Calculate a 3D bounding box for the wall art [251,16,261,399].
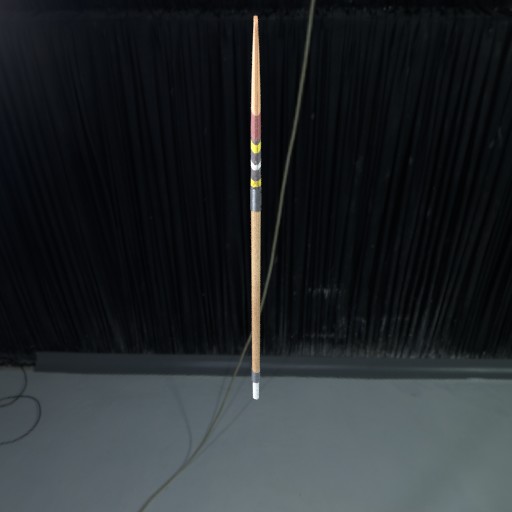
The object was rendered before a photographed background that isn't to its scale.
[{"bbox_3d":[0.000,0.000,1.638,0.038,1.556,0.146,0,32,-1],"label":"wall art"}]
